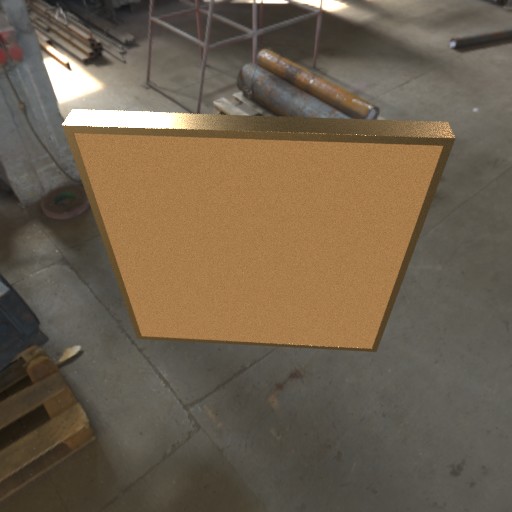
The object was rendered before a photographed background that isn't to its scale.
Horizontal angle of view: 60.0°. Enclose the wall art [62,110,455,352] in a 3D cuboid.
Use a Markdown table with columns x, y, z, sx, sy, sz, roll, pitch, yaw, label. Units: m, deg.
| x | y | z | sx | sy | sz | roll | pitch | yaw | label |
| --- | --- | --- | --- | --- | --- | --- | --- | --- | --- |
| 0.000 | 0.000 | 0.770 | 0.509 | 0.509 | 0.040 | 3 | 46 | 3 | wall art |
